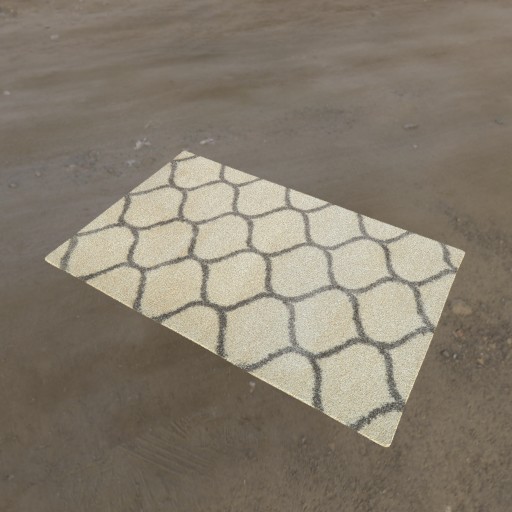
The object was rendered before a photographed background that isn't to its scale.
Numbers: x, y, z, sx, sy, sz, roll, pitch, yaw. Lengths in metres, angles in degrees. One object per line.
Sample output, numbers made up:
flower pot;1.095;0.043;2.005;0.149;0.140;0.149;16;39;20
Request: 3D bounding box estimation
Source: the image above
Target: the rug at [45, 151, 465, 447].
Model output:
rug;0.000;0.000;2.926;2.348;0.024;1.501;24;50;21
